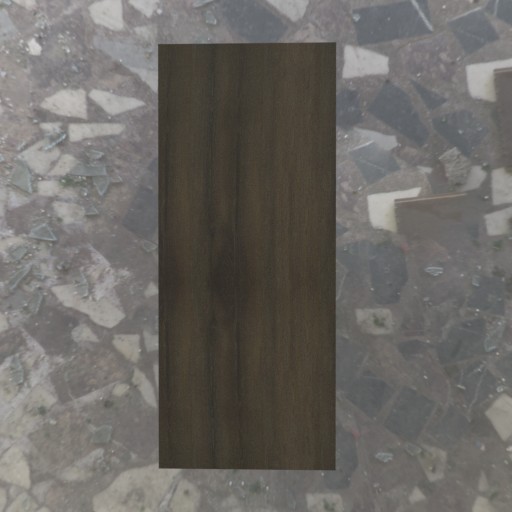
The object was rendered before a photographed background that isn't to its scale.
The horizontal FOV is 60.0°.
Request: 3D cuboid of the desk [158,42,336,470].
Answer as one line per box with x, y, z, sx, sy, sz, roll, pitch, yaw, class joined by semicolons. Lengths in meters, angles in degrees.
0.000;0.000;1.554;0.511;0.752;1.134;0;90;1;desk
